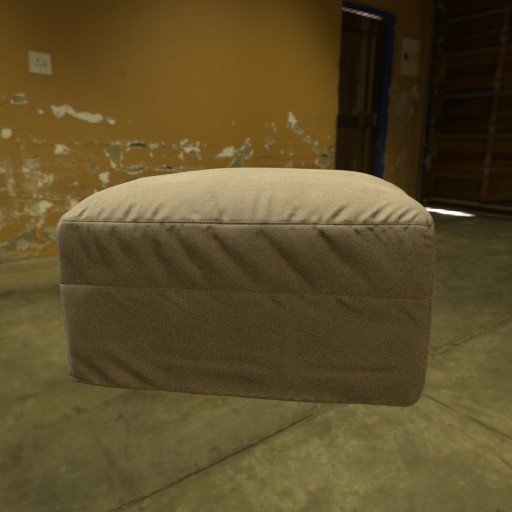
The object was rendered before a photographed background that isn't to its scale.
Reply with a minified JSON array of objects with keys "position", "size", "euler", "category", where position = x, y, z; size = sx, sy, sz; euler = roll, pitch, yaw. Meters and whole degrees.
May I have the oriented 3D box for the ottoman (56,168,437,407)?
[{"position":[0.000,0.000,1.235],"size":[0.837,0.481,0.683],"euler":[2,14,8],"category":"ottoman"}]
